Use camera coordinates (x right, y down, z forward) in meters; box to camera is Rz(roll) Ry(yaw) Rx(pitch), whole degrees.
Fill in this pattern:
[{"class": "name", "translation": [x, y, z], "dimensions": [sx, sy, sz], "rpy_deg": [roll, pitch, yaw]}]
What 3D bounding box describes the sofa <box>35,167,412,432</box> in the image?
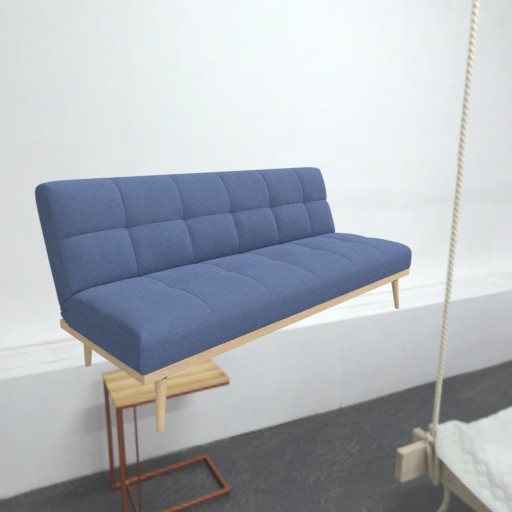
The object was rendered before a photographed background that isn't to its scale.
[{"class": "sofa", "translation": [0.000, 0.000, 2.214], "dimensions": [1.800, 0.800, 0.796], "rpy_deg": [-14, 19, -43]}]
